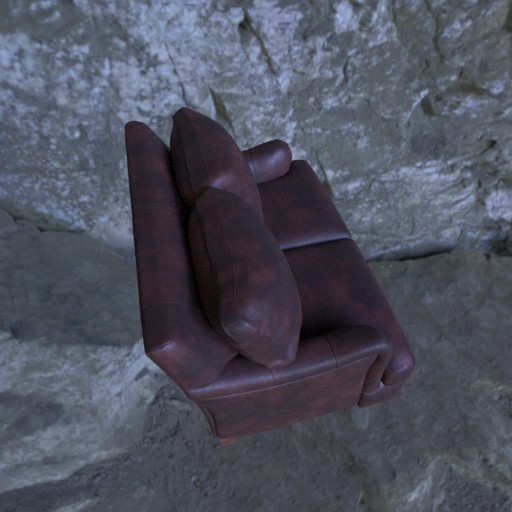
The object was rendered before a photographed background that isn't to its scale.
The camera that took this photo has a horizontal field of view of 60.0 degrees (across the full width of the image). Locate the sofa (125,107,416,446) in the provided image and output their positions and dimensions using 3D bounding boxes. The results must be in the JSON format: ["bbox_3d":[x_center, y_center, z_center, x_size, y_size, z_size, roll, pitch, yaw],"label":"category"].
[{"bbox_3d":[0.000,0.000,2.389,1.148,1.070,1.628,-10,48,-9],"label":"sofa"}]
